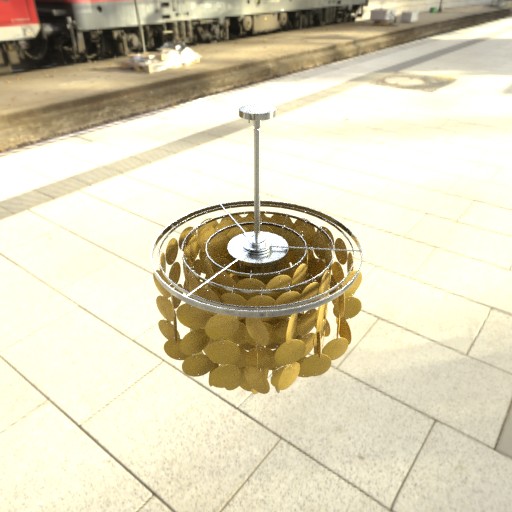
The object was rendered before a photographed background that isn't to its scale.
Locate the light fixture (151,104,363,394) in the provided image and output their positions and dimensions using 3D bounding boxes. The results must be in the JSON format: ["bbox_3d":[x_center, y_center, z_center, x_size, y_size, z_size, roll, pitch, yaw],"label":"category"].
[{"bbox_3d":[0.000,0.000,0.761,0.368,0.492,0.368,0,32,0],"label":"light fixture"}]
